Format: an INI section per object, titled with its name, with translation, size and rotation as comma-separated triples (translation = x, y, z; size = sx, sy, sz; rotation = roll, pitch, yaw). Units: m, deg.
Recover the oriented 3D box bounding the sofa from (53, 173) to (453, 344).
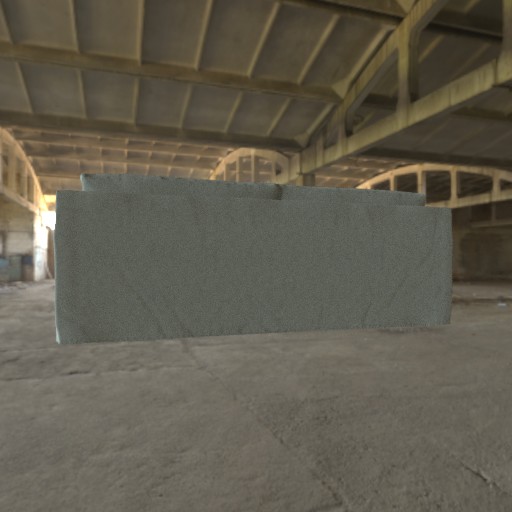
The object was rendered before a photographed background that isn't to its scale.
[sofa]
translation = 0.000, 0.000, 2.855
size = 2.312, 0.853, 0.962
rotation = 0, -1, -18
